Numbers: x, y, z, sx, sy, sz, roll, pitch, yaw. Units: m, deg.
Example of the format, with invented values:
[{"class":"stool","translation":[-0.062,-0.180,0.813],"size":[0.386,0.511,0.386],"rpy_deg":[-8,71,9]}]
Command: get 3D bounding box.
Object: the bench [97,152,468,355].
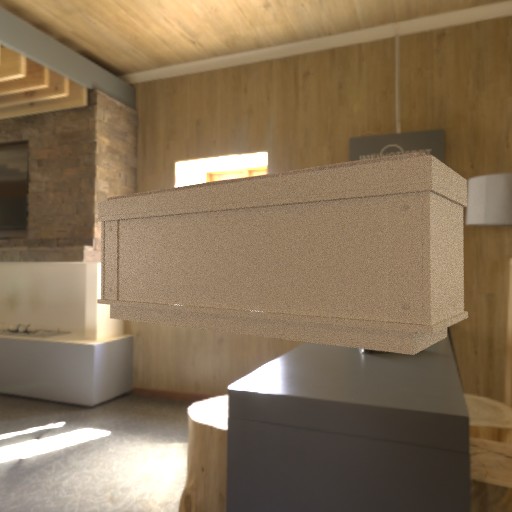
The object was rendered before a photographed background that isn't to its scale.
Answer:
[{"class":"bench","translation":[0.000,0.000,1.439],"size":[1.196,0.453,0.363],"rpy_deg":[-1,-1,36]}]
